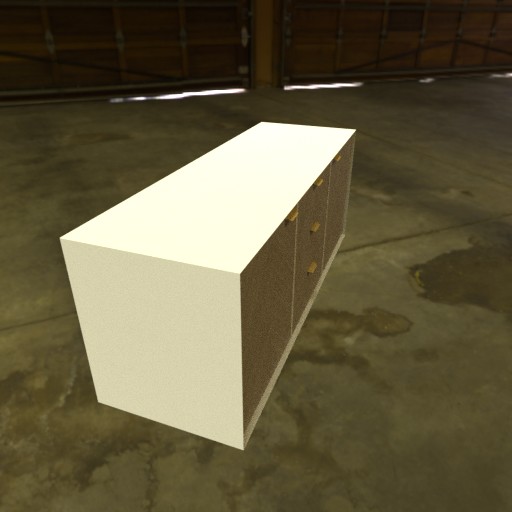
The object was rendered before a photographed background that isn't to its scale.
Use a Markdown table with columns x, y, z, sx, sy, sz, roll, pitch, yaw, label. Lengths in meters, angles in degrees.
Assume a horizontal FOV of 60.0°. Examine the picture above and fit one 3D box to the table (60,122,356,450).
| x | y | z | sx | sy | sz | roll | pitch | yaw | label |
| --- | --- | --- | --- | --- | --- | --- | --- | --- | --- |
| 0.000 | 0.000 | 1.859 | 0.508 | 0.769 | 1.500 | 10 | 30 | 18 | table |
